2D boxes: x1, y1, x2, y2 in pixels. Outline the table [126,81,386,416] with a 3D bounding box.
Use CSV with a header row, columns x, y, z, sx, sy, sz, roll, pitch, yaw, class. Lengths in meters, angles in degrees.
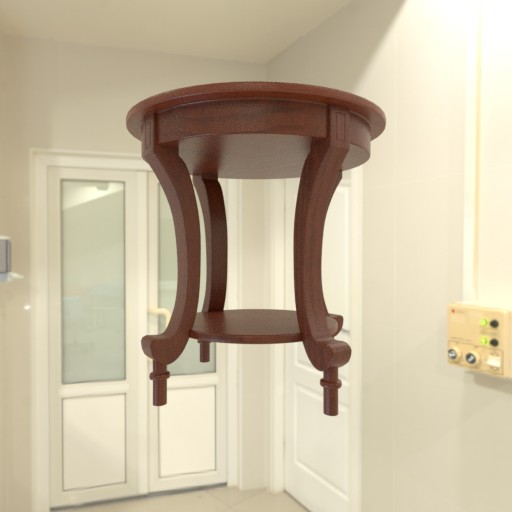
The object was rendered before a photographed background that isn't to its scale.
x,y,z,sx,sy,sz,roll,pitch,yaw,class
0.000,0.000,1.064,0.597,0.612,0.597,0,1,0,table
